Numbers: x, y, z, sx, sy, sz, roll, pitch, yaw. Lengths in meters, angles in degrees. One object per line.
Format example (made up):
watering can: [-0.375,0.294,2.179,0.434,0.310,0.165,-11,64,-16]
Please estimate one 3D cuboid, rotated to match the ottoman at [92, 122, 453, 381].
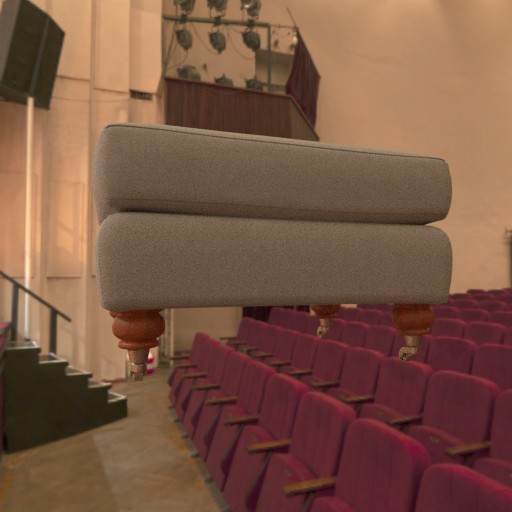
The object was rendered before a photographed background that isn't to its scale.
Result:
ottoman: [0.000,0.000,1.116,0.773,0.499,0.569,1,-3,-19]
